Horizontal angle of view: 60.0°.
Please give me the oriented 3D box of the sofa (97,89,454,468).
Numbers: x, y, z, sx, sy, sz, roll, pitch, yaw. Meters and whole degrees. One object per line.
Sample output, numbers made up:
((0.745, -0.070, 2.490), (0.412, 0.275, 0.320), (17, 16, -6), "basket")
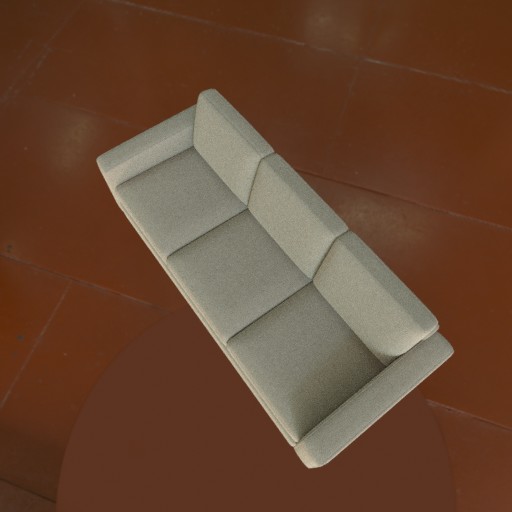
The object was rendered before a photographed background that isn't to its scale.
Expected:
((0.000, 0.000, 2.602), (0.900, 0.800, 2.160), (-34, 68, -15), "sofa")
